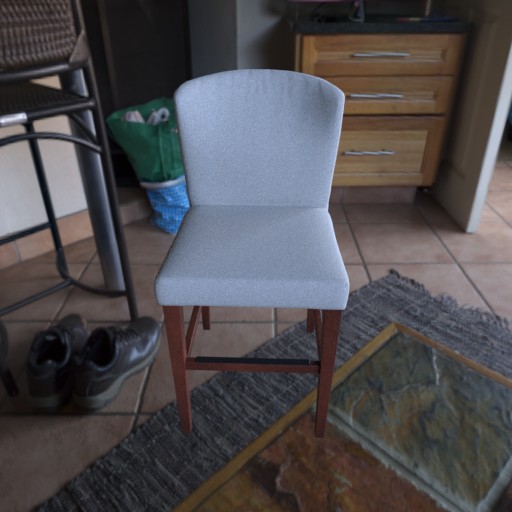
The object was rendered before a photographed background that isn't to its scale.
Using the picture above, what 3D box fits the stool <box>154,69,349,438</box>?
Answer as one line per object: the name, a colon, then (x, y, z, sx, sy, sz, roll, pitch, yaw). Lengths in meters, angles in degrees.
stool: (0.000, 0.000, 1.326, 0.479, 0.968, 0.568, 1, 30, 2)
